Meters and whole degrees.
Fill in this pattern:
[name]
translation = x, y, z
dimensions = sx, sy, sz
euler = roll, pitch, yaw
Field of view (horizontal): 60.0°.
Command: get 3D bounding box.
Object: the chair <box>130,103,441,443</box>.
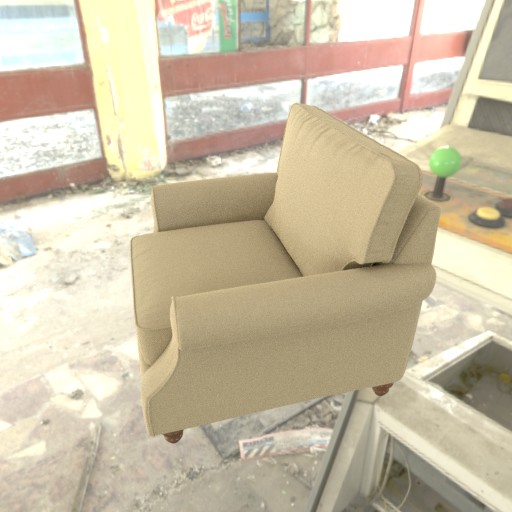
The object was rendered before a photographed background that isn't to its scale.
[chair]
translation = 0.000, 0.000, 1.709
dimensions = 0.966, 0.967, 1.029
euler = -8, 32, -13
